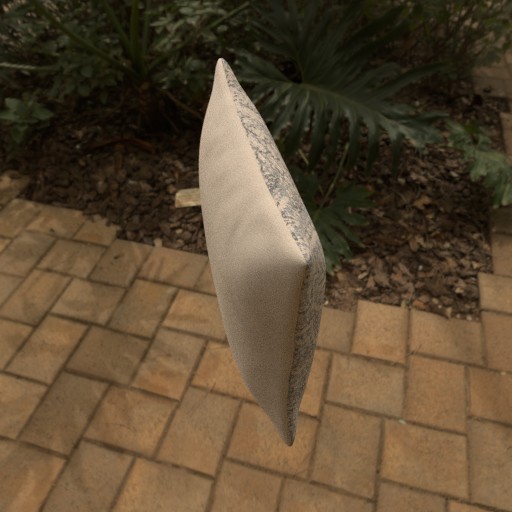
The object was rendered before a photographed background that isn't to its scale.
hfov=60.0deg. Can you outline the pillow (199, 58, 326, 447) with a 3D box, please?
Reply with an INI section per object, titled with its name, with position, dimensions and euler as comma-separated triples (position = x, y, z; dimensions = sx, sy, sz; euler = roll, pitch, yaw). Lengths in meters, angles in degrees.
[pillow]
position = 0.000, 0.000, 0.815
dimensions = 0.166, 0.510, 0.523
euler = -10, 48, -9
